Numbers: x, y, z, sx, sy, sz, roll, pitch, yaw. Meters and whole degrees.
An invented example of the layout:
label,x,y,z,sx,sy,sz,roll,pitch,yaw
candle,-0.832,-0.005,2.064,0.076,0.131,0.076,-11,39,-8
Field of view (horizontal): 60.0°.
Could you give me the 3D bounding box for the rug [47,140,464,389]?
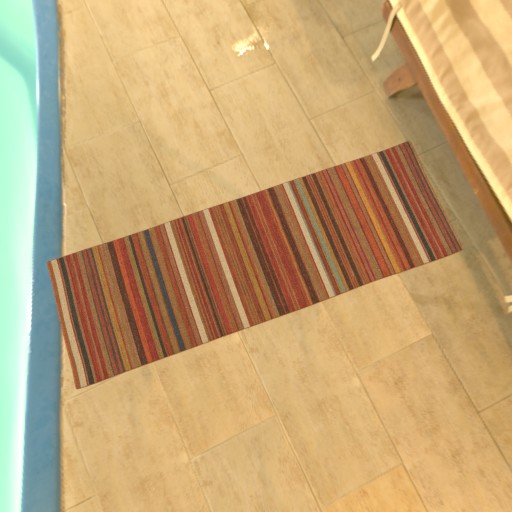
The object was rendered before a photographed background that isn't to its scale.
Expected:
label,x,y,z,sx,sy,sz,roll,pitch,yaw
rug,0.000,0.000,2.713,2.444,0.030,0.799,-19,75,-5
